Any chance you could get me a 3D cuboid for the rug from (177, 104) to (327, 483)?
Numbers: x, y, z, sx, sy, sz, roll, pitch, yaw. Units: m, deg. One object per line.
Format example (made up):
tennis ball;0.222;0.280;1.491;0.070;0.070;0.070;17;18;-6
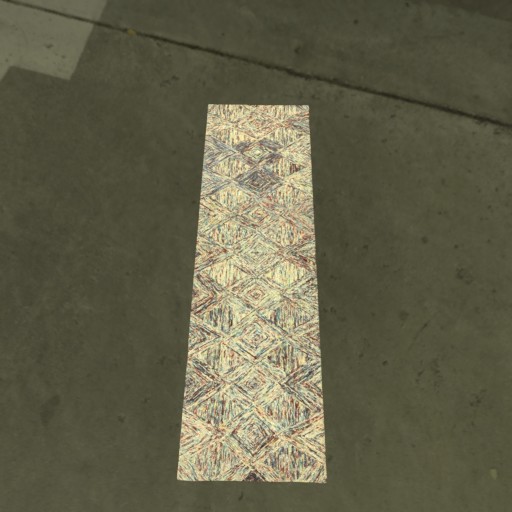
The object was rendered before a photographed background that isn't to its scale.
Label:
rug;0.000;0.000;2.522;0.688;0.015;2.292;1;64;0
